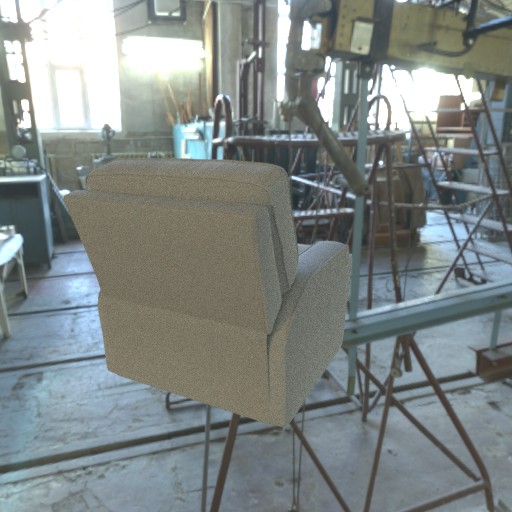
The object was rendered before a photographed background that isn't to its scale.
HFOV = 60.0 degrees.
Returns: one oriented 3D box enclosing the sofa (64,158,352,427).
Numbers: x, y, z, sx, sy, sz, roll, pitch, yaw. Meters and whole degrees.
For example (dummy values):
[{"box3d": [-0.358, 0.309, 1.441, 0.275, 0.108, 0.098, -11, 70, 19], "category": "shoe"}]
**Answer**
[{"box3d": [0.000, 0.000, 2.080, 0.861, 0.959, 1.472, 8, 18, 26], "category": "sofa"}]
